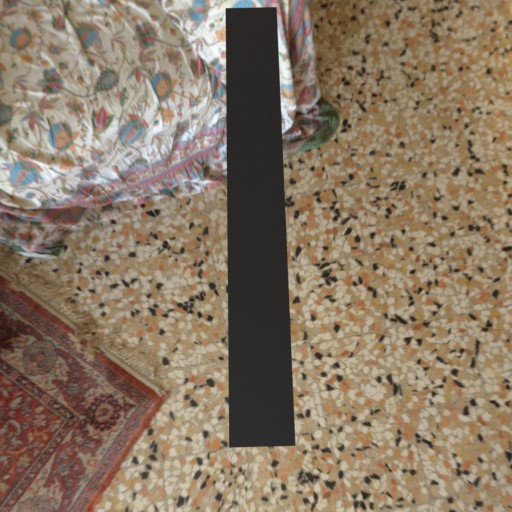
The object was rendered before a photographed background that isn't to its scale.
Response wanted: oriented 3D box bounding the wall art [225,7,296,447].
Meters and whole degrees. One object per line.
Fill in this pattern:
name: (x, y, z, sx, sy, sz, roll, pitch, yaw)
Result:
wall art: (0.000, 0.000, 0.439, 0.038, 0.304, 0.304, -1, 76, 0)
